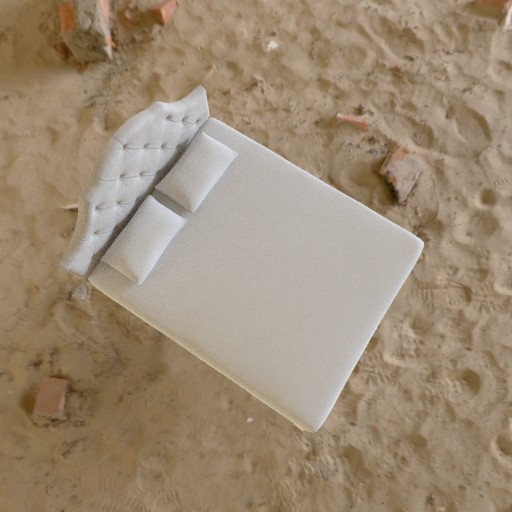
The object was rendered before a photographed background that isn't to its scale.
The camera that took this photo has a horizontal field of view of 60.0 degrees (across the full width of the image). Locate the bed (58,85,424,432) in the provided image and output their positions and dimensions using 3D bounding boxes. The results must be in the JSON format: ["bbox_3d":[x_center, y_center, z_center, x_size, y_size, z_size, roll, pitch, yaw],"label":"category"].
[{"bbox_3d":[0.000,0.000,3.780,2.477,1.617,2.039,32,78,8],"label":"bed"}]
